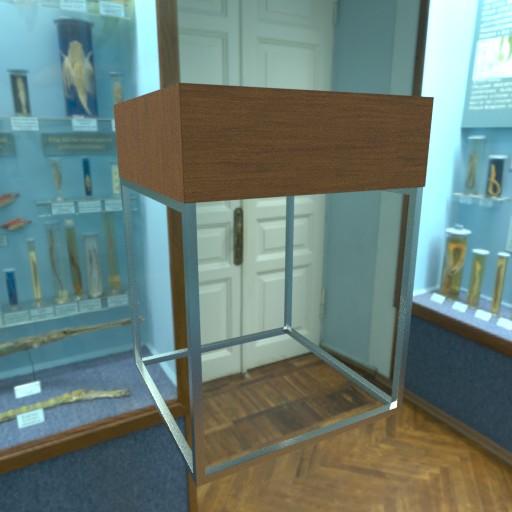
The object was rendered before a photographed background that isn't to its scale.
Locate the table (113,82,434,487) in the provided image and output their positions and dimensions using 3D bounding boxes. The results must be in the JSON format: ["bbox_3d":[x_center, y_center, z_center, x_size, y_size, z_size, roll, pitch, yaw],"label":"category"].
[{"bbox_3d":[0.000,0.000,0.818,0.397,0.540,0.398,-8,17,-26],"label":"table"}]
